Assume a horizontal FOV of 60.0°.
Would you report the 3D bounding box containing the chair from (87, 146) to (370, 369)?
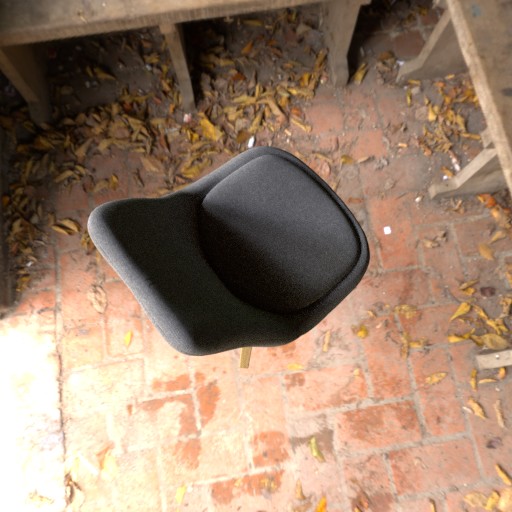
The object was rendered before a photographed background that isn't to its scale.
[{"bbox_3d":[0.000,0.000,1.189,0.550,0.865,0.483,-37,78,-9],"label":"chair"}]
